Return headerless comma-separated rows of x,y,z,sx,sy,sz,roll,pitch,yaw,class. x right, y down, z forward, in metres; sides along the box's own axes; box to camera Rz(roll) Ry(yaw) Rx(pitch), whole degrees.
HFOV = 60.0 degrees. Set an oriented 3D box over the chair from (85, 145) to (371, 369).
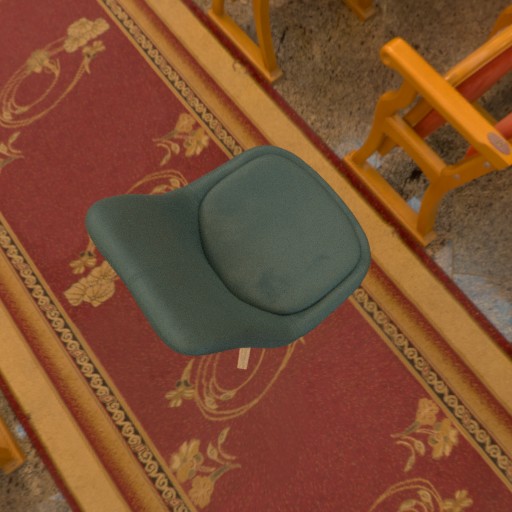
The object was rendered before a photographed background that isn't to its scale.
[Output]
0.000,0.000,1.176,0.547,0.865,0.483,-36,78,-9,chair
